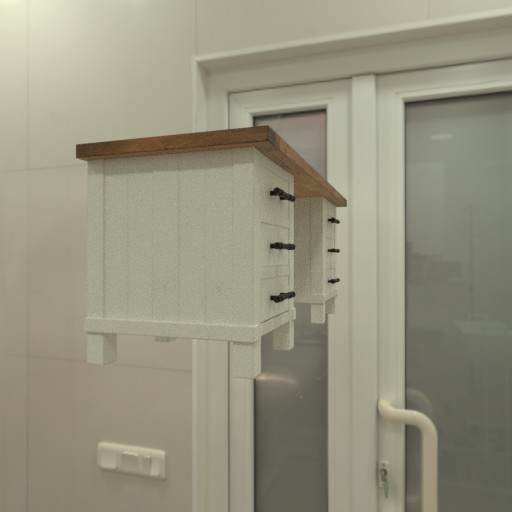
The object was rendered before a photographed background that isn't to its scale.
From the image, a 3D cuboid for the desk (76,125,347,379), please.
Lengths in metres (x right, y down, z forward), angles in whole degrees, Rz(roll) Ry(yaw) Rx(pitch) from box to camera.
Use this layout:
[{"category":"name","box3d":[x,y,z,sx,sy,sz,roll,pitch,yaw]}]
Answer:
[{"category":"desk","box3d":[0.000,0.000,2.259,0.688,0.760,1.803,0,0,19]}]
